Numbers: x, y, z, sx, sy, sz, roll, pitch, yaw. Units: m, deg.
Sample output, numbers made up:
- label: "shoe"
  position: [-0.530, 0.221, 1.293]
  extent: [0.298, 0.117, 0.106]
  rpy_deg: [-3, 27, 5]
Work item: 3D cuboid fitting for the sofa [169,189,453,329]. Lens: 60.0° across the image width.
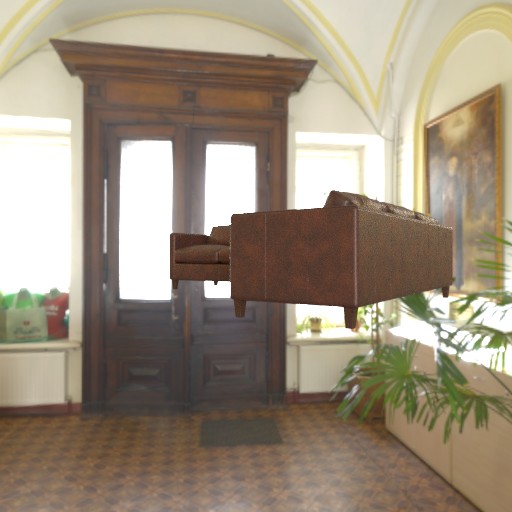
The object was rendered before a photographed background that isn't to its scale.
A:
- label: "sofa"
  position: [0.000, 0.000, 4.385]
  extent: [3.152, 0.836, 2.438]
  rpy_deg: [0, 0, 36]
